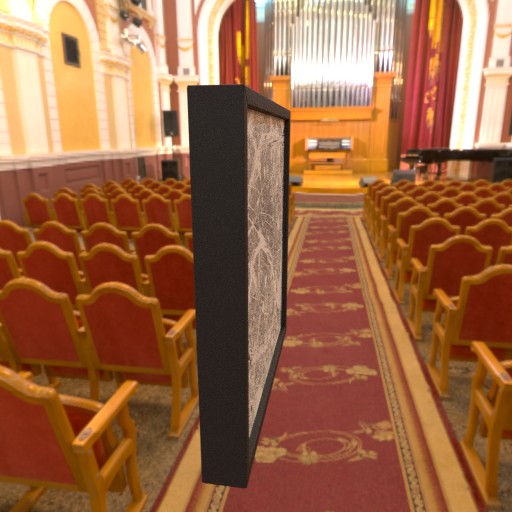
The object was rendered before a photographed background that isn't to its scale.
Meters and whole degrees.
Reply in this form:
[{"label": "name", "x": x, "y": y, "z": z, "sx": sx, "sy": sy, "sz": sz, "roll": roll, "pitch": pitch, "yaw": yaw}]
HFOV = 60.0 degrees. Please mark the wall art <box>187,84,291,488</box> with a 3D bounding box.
[{"label": "wall art", "x": 0.000, "y": 0.000, "z": 0.463, "sx": 0.037, "sy": 0.305, "sz": 0.305, "roll": 3, "pitch": 15, "yaw": 9}]
